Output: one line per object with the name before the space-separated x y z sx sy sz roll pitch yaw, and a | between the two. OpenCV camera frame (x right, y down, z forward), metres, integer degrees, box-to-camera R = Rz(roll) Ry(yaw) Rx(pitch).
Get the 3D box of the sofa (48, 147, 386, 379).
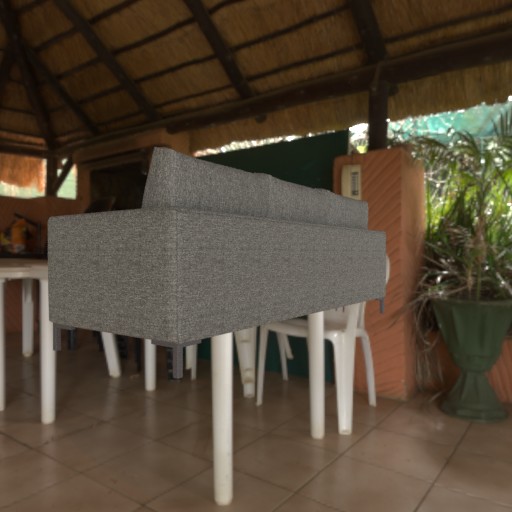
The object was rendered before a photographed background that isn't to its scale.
sofa | 0.000 0.000 2.737 0.876 0.879 2.253 0 0 35
